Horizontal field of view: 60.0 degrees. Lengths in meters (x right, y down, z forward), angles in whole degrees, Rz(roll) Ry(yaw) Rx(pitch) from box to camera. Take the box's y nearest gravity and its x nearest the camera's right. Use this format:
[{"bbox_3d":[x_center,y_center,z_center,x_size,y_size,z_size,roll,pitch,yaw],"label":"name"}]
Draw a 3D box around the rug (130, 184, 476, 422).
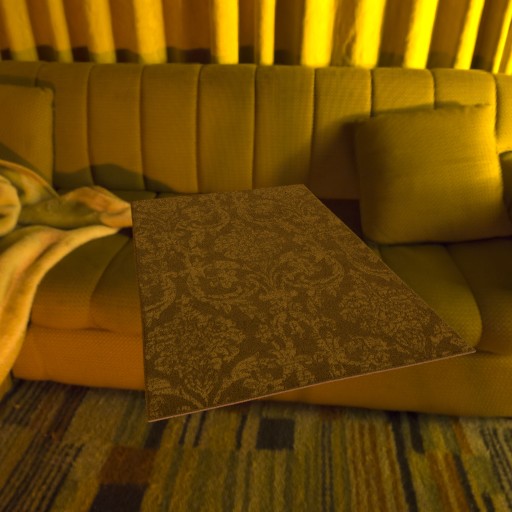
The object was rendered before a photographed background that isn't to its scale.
[{"bbox_3d":[0.000,0.000,2.282,1.206,0.012,1.824,-8,31,-13],"label":"rug"}]
